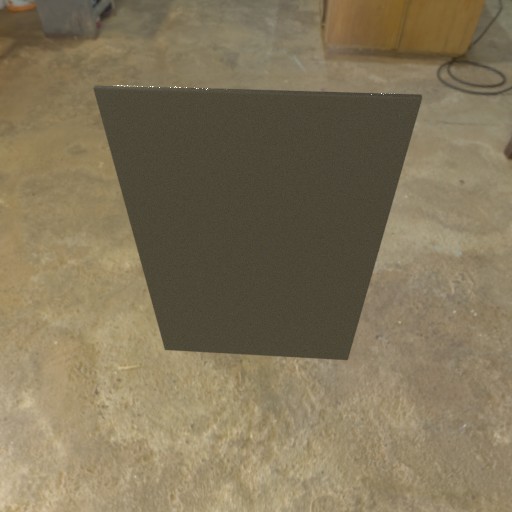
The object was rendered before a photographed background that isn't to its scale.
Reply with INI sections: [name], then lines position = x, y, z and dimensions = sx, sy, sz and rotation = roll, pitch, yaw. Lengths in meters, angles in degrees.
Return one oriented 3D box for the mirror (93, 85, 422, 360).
[mirror]
position = 0.000, 0.000, 1.164
dimensions = 0.613, 0.914, 0.039
rotation = 3, 46, 3
